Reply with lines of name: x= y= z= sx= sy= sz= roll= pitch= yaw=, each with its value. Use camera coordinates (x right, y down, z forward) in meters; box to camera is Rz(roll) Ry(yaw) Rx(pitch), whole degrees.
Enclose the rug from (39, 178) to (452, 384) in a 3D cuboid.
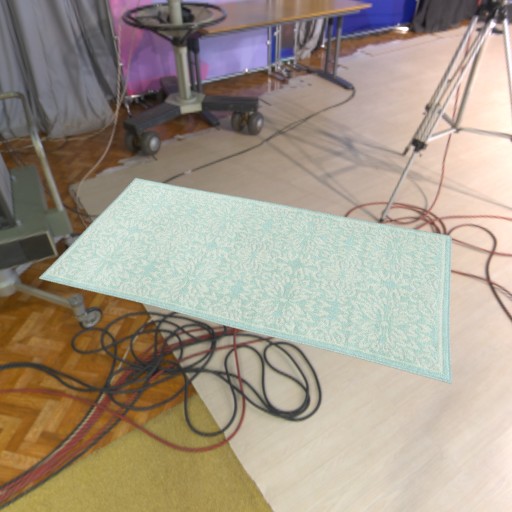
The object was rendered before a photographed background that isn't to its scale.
rug: x=0.000 y=0.000 z=1.449 sx=1.219 sy=0.007 sz=0.604 roll=12 pitch=43 yaw=13
